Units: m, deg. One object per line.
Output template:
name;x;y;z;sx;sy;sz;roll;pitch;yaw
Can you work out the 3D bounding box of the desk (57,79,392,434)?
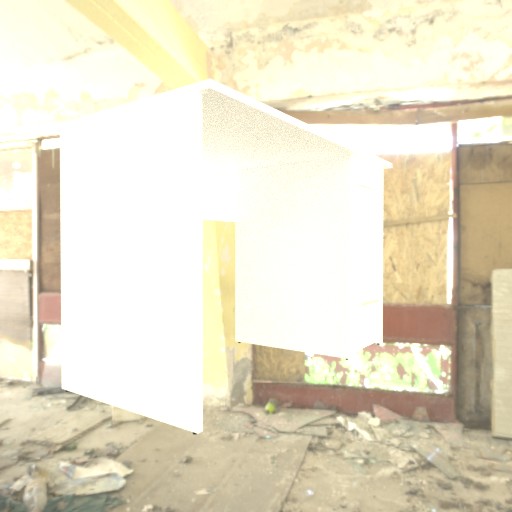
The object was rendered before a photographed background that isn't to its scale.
desk;0.000;0.000;1.507;0.560;0.735;1.097;1;1;36
